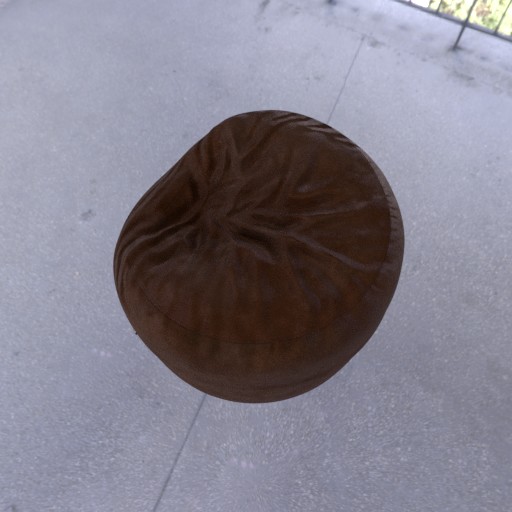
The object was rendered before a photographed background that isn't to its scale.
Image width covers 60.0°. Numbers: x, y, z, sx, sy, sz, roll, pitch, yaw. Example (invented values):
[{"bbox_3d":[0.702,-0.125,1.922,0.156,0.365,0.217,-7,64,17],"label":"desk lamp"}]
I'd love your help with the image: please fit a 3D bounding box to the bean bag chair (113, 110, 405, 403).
[{"bbox_3d":[0.000,0.000,1.508,0.918,0.616,0.918,0,63,0],"label":"bean bag chair"}]
